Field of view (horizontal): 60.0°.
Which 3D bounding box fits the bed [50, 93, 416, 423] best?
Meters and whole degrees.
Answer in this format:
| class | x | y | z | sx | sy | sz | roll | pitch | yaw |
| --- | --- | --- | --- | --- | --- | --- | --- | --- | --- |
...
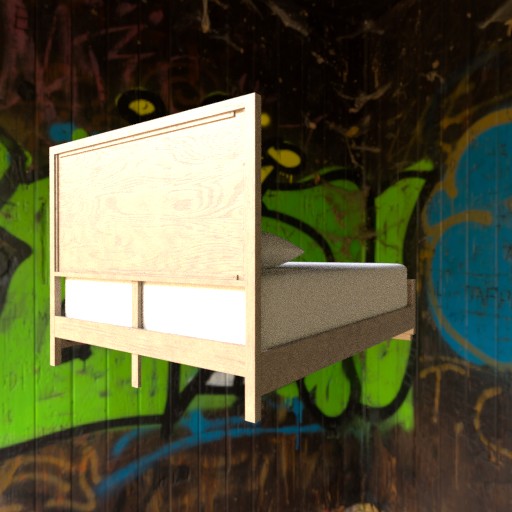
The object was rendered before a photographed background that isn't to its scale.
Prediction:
| class | x | y | z | sx | sy | sz | roll | pitch | yaw |
| --- | --- | --- | --- | --- | --- | --- | --- | --- | --- |
| bed | 0.000 | 0.000 | 3.193 | 1.606 | 1.369 | 2.189 | 0 | 1 | 36 |
